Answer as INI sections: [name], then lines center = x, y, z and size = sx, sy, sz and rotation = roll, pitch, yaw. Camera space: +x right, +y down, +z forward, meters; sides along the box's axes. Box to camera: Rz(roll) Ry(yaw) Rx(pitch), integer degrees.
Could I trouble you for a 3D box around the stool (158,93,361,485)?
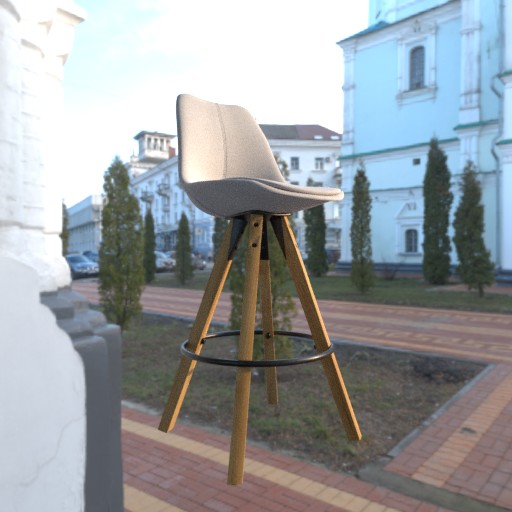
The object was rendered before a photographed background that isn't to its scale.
[stool]
center = 0.000, 0.000, 1.381
size = 0.484, 1.115, 0.550
rotation = 0, 1, -36
